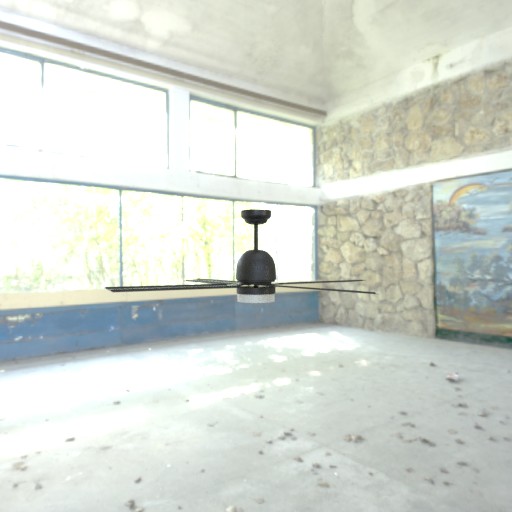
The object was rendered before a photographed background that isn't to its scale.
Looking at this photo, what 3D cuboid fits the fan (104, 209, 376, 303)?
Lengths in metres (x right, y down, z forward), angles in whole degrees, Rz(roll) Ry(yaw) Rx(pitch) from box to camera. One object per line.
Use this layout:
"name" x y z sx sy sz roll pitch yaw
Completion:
"fan" 0.000 0.000 2.007 1.319 0.410 1.319 1 -1 -35
